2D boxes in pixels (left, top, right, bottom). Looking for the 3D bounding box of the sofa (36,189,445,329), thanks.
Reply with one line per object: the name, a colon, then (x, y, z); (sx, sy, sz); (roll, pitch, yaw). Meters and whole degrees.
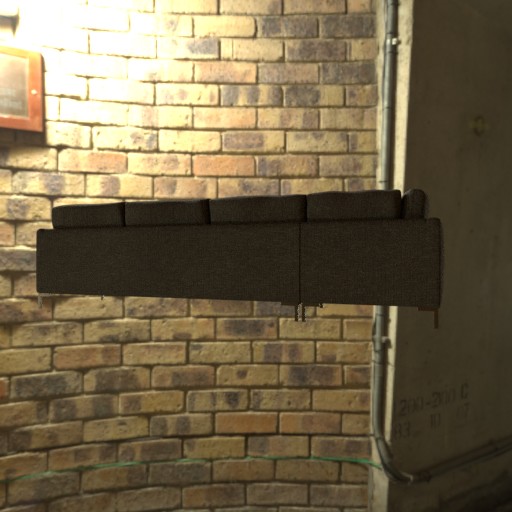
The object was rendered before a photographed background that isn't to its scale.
sofa: (0.000, 0.000, 3.862); (2.949, 0.815, 2.007); (0, 0, 20)
